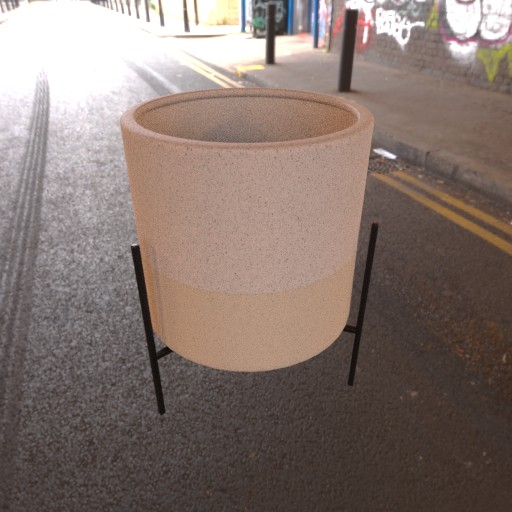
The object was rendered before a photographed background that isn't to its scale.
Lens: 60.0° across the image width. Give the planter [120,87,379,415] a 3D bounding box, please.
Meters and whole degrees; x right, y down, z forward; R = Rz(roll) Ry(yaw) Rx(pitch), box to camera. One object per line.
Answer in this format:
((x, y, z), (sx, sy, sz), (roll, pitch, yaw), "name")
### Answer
((0.000, 0.000, 0.659), (0.335, 0.423, 0.313), (10, 33, 16), "planter")
